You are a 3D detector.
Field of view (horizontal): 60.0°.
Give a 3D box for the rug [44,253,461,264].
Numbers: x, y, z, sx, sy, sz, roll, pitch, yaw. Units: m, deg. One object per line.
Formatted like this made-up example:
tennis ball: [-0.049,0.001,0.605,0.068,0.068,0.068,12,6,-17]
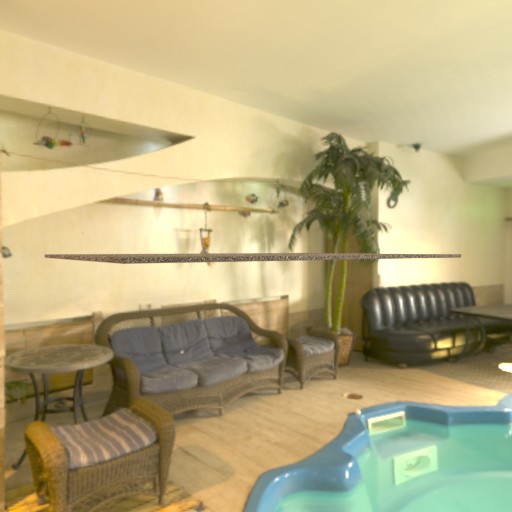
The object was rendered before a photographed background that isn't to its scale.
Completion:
rug: [0.000,0.000,3.441,2.699,0.026,1.802,-1,1,-35]
